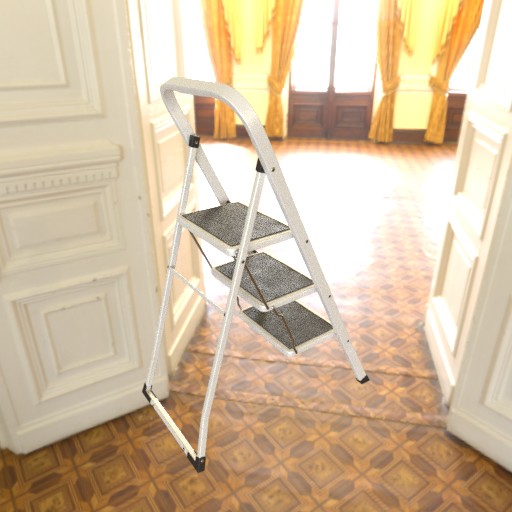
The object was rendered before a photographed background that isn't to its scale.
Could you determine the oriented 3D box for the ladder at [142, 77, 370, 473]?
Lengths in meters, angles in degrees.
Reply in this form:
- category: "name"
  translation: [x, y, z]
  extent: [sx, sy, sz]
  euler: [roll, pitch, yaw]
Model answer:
- category: "ladder"
  translation: [0.000, 0.000, 1.392]
  extent: [0.711, 1.050, 0.460]
  euler: [-18, 31, -32]
